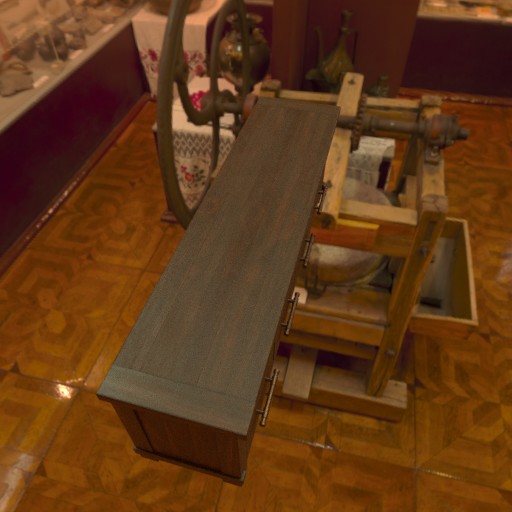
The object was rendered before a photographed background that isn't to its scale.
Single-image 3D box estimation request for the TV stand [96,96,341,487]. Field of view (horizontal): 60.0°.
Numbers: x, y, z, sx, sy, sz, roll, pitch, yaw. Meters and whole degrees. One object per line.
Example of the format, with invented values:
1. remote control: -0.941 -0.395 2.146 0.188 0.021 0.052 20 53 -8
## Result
1. TV stand: 0.000 0.000 2.091 0.471 0.615 1.866 11 48 10
